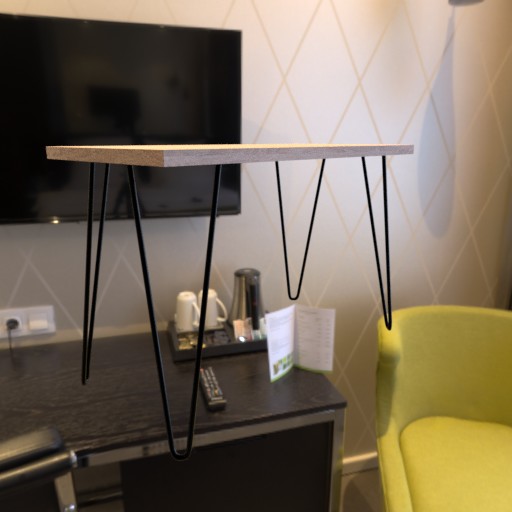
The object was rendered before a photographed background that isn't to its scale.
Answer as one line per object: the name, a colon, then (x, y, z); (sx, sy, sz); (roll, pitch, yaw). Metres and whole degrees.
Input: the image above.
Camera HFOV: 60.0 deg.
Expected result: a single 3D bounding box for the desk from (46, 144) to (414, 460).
desk: (0.000, 0.000, 1.366); (0.499, 0.660, 0.991); (14, 20, 42)
